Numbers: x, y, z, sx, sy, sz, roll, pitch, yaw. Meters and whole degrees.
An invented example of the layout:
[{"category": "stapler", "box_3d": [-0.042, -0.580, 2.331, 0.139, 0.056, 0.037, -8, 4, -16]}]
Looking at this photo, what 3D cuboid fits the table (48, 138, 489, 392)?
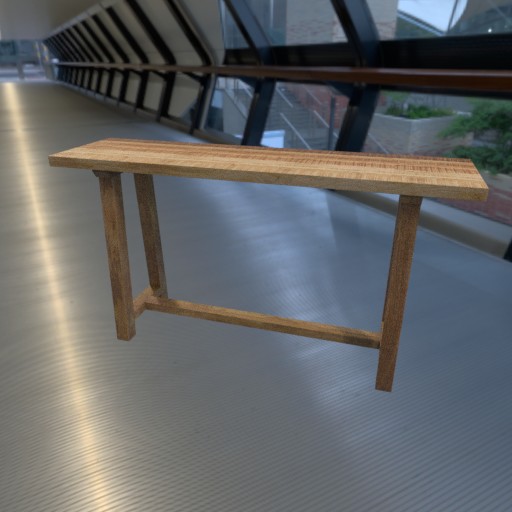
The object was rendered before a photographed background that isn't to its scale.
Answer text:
[{"category": "table", "box_3d": [0.000, 0.000, 1.823, 1.524, 0.810, 0.405, 7, 26, 15]}]
